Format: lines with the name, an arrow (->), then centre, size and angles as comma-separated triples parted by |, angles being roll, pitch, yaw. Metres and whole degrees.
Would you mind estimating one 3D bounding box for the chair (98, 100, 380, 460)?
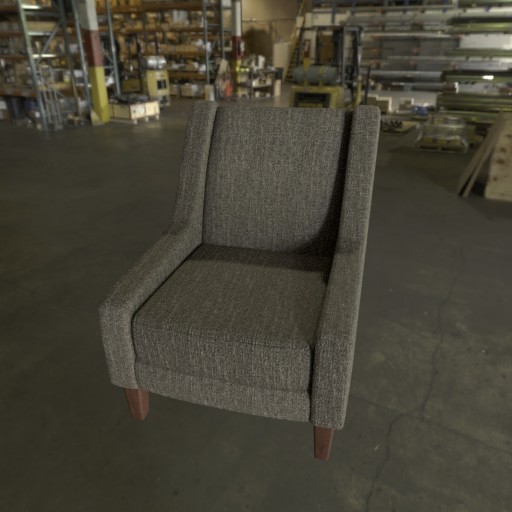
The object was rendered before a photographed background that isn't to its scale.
chair -> 0.000, 0.000, 1.670 | 0.793, 1.012, 0.944 | 7, 26, 14
